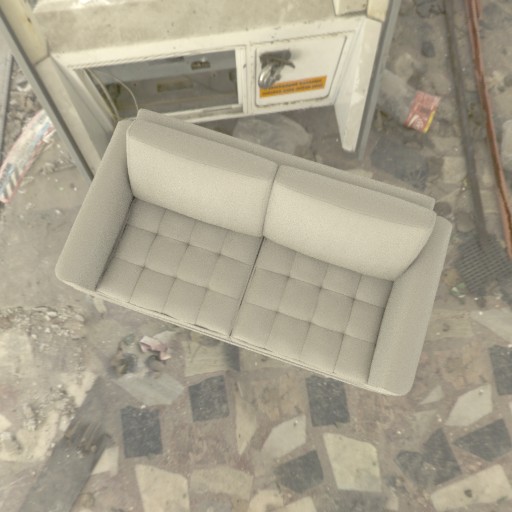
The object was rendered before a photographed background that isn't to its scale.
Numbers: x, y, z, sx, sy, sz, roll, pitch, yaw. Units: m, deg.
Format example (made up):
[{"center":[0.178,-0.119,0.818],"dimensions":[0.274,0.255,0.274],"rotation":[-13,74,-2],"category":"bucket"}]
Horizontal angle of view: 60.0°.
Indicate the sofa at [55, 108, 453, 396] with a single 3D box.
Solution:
[{"center":[0.000,0.000,2.734],"dimensions":[2.177,0.930,1.121],"rotation":[18,78,4],"category":"sofa"}]
